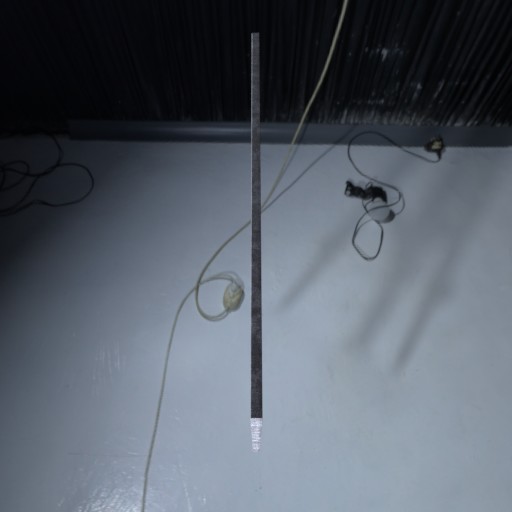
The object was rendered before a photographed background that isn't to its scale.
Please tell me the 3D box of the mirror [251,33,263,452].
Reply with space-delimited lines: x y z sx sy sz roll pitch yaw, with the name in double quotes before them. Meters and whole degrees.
"mirror" 0.000 0.000 1.430 0.022 0.795 1.101 0 62 0
